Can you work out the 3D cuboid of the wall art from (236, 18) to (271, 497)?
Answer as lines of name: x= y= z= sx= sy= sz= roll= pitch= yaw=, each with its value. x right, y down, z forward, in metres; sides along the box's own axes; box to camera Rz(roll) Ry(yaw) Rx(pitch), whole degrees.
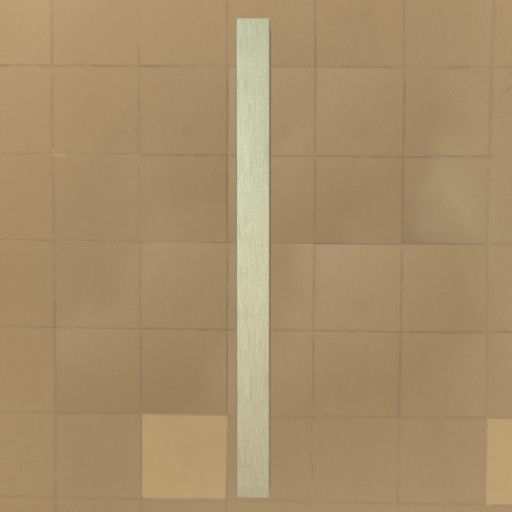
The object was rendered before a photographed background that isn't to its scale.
wall art: x=0.000 y=0.000 z=0.516 sx=0.028 sy=0.330 sz=0.380 roll=0 pitch=91 yaw=1
